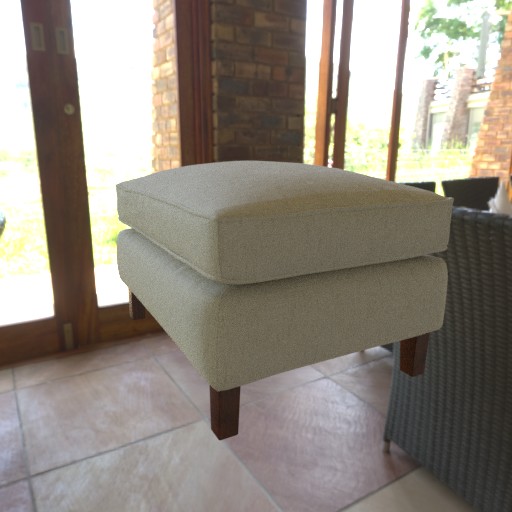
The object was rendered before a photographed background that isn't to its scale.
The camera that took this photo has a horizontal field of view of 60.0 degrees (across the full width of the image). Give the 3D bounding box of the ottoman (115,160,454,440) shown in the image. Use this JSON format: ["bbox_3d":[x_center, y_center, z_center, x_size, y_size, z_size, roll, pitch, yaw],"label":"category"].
[{"bbox_3d":[0.000,0.000,0.970,0.501,0.406,0.665,-7,15,-27],"label":"ottoman"}]
